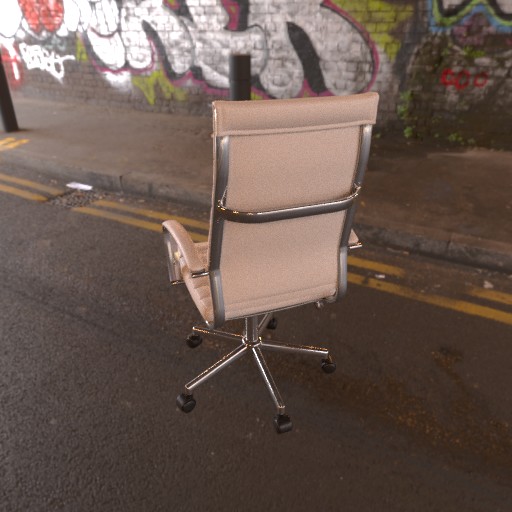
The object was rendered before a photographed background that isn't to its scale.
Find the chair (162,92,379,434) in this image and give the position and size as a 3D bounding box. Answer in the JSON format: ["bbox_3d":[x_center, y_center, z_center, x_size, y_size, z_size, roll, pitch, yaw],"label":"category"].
[{"bbox_3d":[0.000,0.000,1.564,0.679,1.149,0.679,-10,29,-18],"label":"chair"}]
